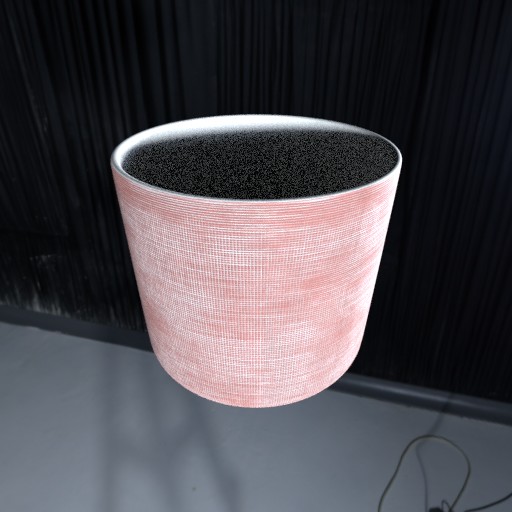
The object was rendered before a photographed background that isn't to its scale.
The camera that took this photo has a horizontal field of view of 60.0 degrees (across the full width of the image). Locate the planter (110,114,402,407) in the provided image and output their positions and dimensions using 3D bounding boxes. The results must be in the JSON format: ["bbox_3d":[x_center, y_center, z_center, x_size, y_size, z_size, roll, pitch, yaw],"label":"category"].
[{"bbox_3d":[0.000,0.000,0.794,0.440,0.398,0.440,0,30,0],"label":"planter"}]
